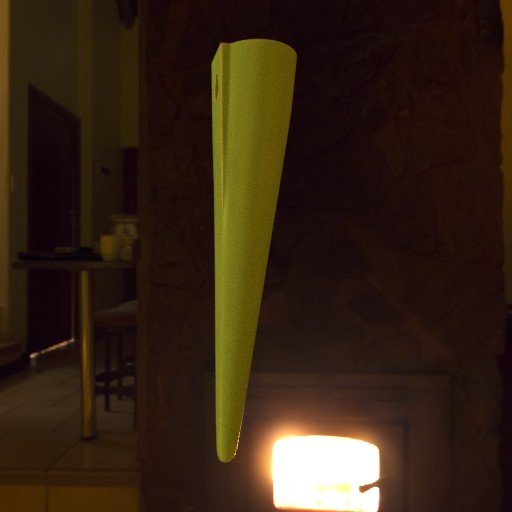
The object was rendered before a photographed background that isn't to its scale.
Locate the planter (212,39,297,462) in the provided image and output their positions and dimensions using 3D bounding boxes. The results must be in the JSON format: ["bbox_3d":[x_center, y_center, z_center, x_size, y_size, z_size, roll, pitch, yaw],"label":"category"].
[{"bbox_3d":[0.000,0.000,0.297,0.055,0.268,0.054,0,-1,-16],"label":"planter"}]
